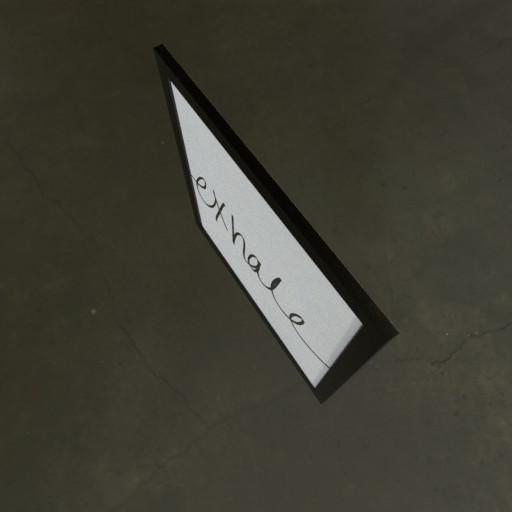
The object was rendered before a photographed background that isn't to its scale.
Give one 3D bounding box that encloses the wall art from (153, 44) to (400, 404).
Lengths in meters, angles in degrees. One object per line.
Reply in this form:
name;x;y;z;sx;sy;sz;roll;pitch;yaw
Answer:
wall art;0.000;0.000;0.676;0.014;0.445;0.446;-31;68;-14
